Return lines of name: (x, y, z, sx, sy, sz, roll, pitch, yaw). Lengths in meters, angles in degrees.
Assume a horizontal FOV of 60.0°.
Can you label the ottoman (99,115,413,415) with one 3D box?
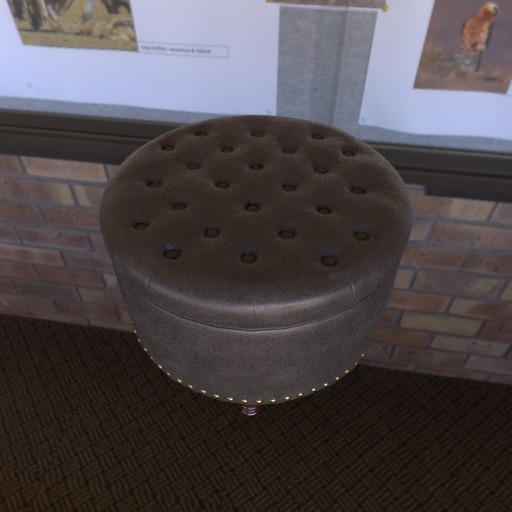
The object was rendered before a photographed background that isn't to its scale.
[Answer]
ottoman: (0.000, 0.000, 1.055, 0.637, 0.442, 0.637, 0, 45, 0)
